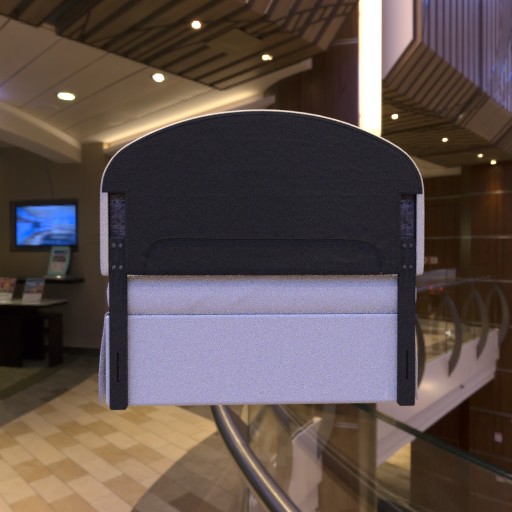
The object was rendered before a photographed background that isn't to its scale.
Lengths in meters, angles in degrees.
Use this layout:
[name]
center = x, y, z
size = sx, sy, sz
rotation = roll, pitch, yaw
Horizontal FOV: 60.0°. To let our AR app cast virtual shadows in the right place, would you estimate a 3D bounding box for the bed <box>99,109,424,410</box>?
[bed]
center = 0.000, 0.000, 3.076
size = 1.607, 1.410, 2.005
rotation = 0, 1, -2
